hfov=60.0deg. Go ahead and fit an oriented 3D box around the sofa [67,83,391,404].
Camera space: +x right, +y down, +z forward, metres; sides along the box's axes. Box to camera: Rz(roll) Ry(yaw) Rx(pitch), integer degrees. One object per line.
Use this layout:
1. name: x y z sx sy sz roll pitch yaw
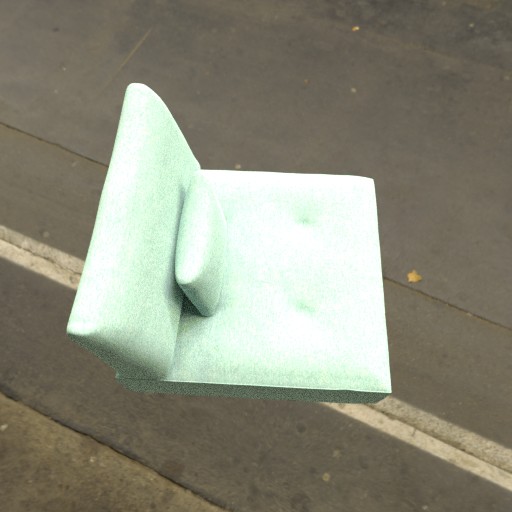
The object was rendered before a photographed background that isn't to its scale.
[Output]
1. sofa: 0.000 0.000 1.674 1.000 0.820 0.930 3 64 1
